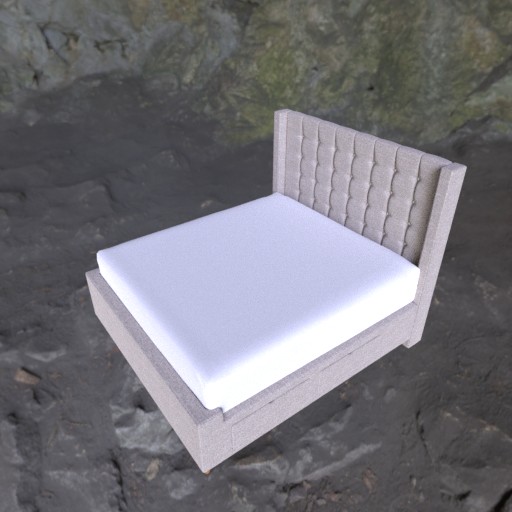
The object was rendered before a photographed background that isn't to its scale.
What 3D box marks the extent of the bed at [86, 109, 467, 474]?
[{"bbox_3d":[0.000,0.000,3.809,2.372,1.748,2.044,-22,38,-30],"label":"bed"}]
